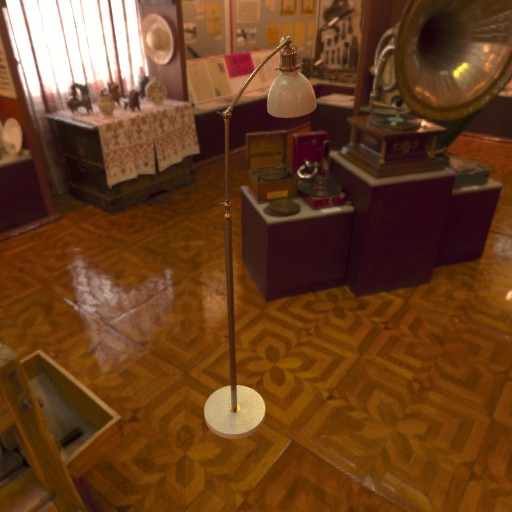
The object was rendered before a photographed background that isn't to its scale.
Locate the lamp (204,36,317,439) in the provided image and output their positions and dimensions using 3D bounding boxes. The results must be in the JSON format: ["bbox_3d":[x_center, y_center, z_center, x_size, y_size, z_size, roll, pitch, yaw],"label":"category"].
[{"bbox_3d":[0.000,0.000,1.802,0.288,1.586,0.599,23,38,33],"label":"lamp"}]
